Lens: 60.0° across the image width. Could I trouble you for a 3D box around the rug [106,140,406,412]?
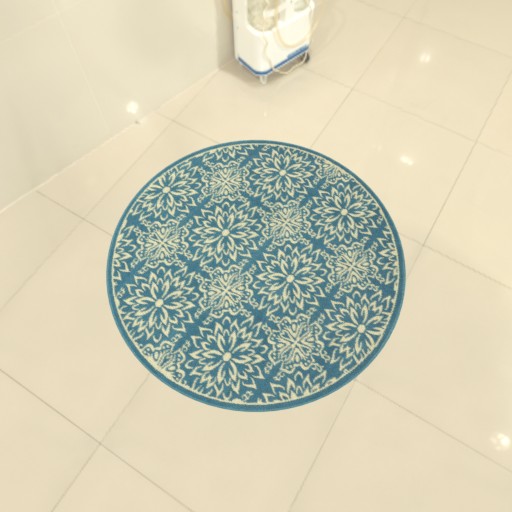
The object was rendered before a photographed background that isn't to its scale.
[{"bbox_3d":[0.000,0.000,2.382,1.593,0.012,1.593,0,64,0],"label":"rug"}]
